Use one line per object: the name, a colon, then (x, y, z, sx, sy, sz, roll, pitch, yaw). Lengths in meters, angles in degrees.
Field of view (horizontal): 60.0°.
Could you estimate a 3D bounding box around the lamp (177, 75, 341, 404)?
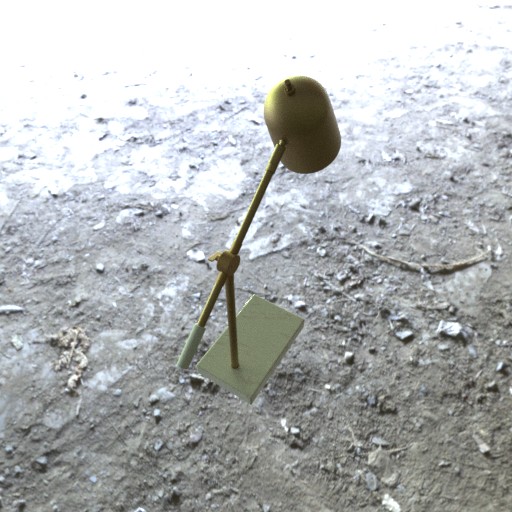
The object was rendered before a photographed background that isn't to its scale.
lamp: (0.000, 0.000, 0.826, 0.144, 0.603, 0.471, 25, 51, 22)
